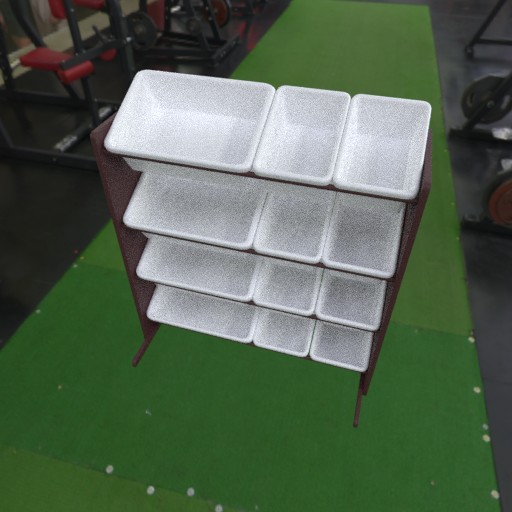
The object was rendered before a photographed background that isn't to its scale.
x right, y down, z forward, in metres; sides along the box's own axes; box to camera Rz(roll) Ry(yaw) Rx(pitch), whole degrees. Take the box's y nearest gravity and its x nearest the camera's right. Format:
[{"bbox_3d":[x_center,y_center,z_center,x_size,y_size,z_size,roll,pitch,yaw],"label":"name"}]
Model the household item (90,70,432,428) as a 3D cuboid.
[{"bbox_3d":[0.000,0.000,1.268,0.787,0.864,0.389,11,43,12],"label":"household item"}]
